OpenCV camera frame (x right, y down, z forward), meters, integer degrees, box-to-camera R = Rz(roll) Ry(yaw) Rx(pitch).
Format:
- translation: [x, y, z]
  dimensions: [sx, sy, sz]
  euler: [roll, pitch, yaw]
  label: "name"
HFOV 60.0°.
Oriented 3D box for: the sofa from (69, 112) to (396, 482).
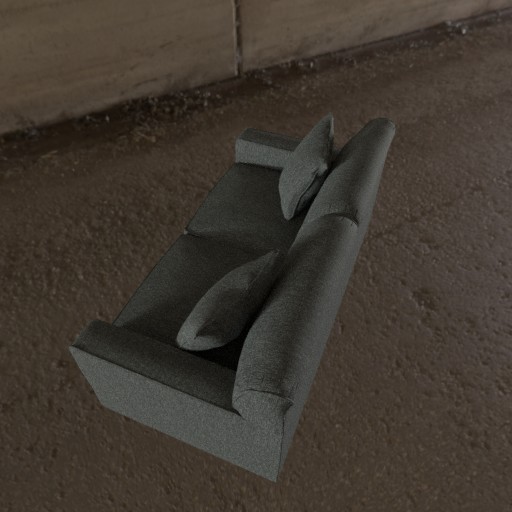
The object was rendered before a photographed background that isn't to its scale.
- translation: [0.000, 0.000, 2.389]
  dimensions: [0.998, 0.958, 1.846]
  euler: [17, 49, 15]
  label: "sofa"
